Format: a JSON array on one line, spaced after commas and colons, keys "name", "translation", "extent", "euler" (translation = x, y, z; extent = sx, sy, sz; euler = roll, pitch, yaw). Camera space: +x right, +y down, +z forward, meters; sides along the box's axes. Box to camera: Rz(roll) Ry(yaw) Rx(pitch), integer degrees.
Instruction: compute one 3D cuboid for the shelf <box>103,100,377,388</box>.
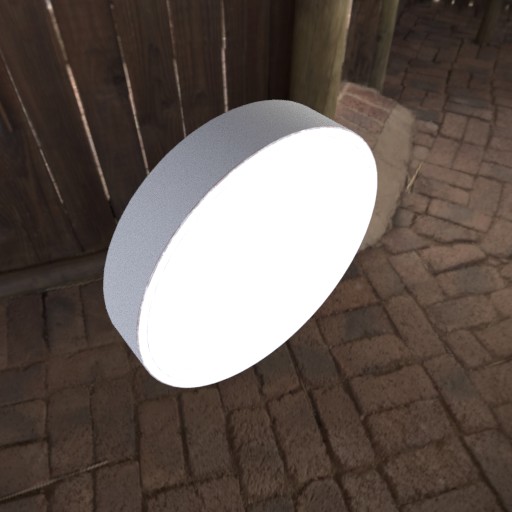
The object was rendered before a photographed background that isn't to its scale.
[{"name": "shelf", "translation": [0.000, 0.000, 1.217], "extent": [0.806, 0.807, 0.158], "euler": [-31, 54, -26]}]
